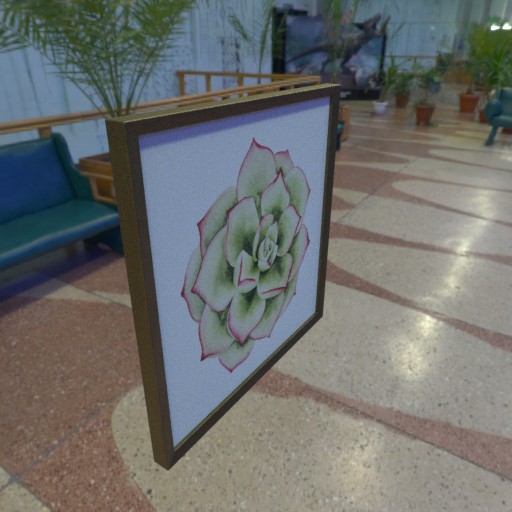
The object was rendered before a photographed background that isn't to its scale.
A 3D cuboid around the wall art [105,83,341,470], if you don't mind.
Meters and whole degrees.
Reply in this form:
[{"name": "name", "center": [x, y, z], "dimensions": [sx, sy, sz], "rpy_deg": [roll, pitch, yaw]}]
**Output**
[{"name": "wall art", "center": [0.000, 0.000, 0.744], "dimensions": [0.031, 0.506, 0.503], "rpy_deg": [17, 31, 31]}]
